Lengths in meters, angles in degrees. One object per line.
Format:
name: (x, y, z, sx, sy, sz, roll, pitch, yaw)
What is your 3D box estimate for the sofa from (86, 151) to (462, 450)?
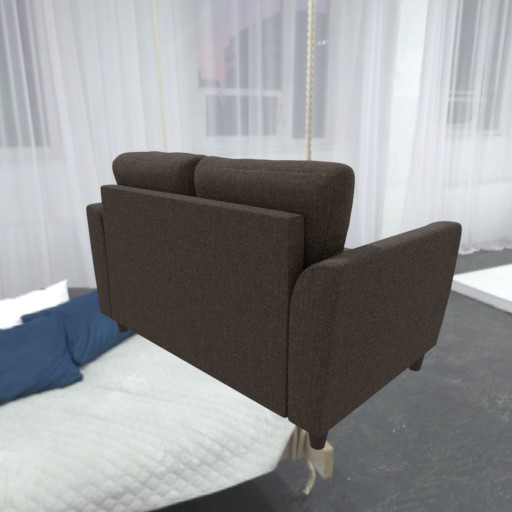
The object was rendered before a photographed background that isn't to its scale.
sofa: (0.000, 0.000, 1.937, 1.423, 0.885, 0.851, 15, 21, 42)
